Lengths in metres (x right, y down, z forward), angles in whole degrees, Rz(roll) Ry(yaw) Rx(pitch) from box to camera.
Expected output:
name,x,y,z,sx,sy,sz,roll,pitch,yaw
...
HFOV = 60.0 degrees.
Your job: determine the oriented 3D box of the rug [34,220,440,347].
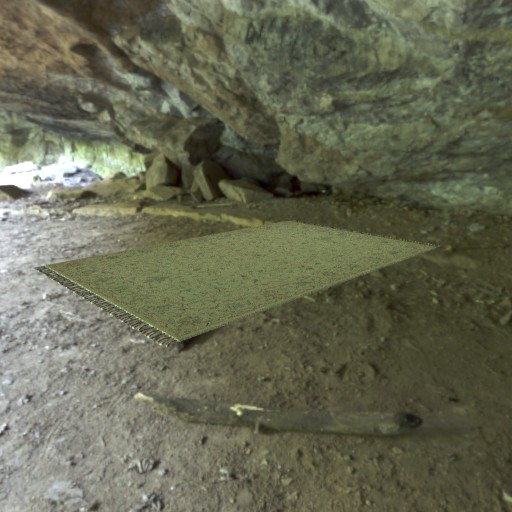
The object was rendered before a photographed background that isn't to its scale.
name,x,y,z,sx,sy,sz,roll,pitch,yaw
rug,0.000,0.000,3.068,2.435,0.010,1.544,-14,20,-42
